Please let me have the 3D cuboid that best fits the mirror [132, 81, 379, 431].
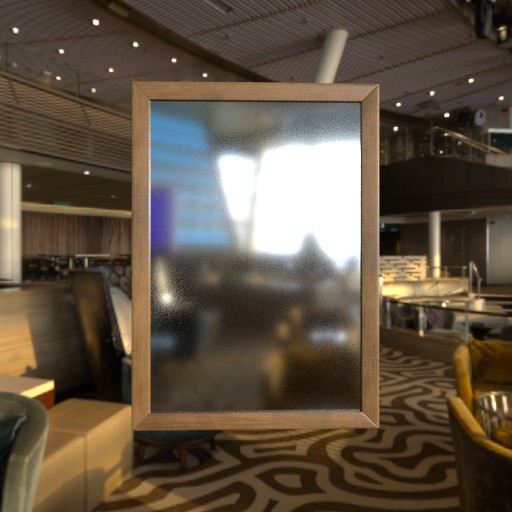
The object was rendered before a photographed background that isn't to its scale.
[{"bbox_3d":[0.000,0.000,0.927,0.507,0.710,0.040,0,0,-1],"label":"mirror"}]
